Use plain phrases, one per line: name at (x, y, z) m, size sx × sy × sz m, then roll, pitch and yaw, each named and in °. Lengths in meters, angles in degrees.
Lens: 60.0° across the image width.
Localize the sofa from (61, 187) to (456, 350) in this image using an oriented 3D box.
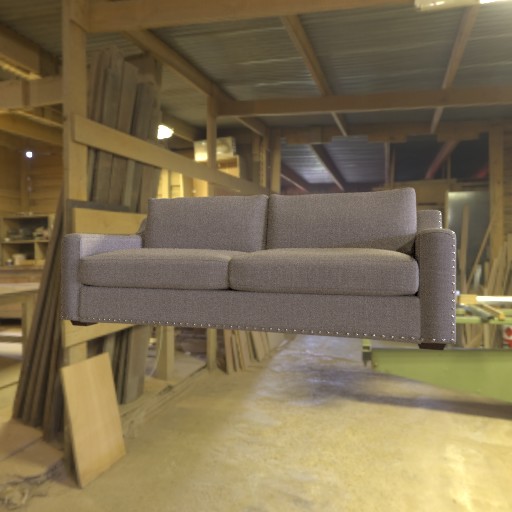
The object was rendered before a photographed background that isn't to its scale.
sofa at (0.000, 0.000, 2.774) m, size 2.208 × 0.857 × 1.000 m, roll 0°, pitch 1°, yaw 19°
